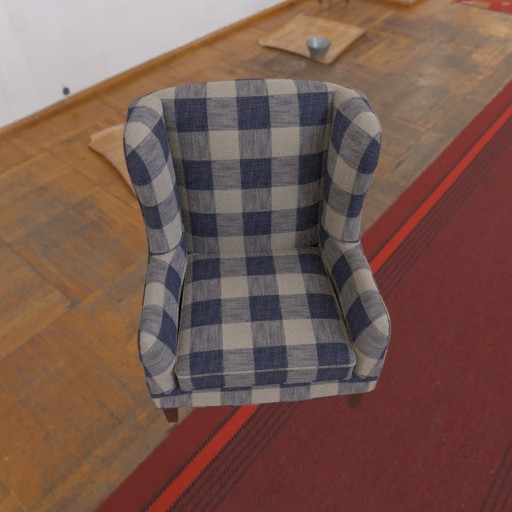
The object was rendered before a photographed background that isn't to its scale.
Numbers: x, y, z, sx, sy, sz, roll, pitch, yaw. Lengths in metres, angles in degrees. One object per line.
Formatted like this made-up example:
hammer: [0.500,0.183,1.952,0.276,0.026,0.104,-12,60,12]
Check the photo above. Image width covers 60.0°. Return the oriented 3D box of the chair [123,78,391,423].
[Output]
chair: [0.000,0.000,1.708,0.830,1.041,0.889,-4,47,-3]
